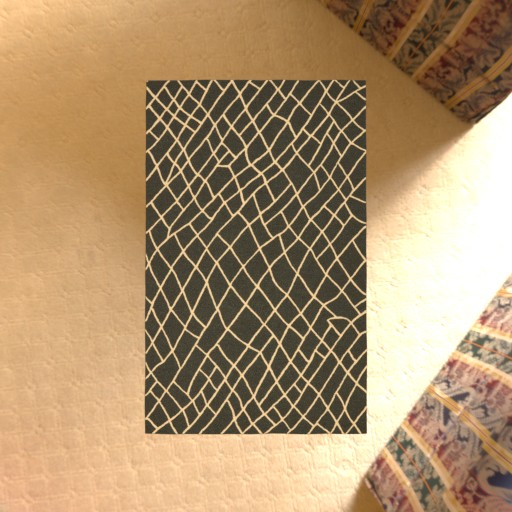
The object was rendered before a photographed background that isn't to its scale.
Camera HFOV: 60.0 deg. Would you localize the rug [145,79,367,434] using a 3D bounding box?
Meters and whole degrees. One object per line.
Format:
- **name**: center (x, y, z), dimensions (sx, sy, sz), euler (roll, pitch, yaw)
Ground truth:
- **rug**: center (0.000, 0.000, 3.062), dimensions (1.529, 0.017, 2.448), euler (0, 89, 0)
